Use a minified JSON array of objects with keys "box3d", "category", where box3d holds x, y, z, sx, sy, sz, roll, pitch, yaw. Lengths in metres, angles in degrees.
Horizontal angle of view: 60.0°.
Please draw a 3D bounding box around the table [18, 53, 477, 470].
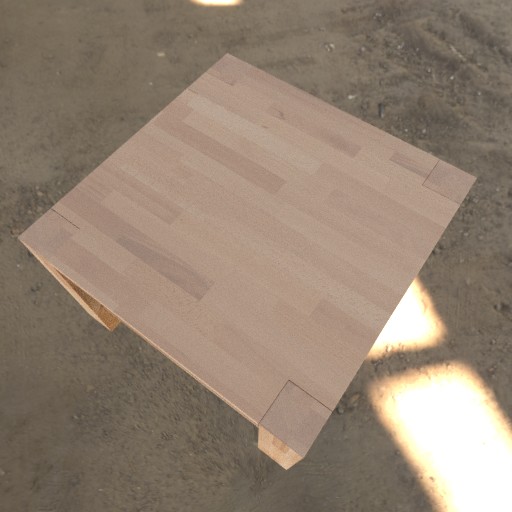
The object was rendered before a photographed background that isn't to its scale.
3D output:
[{"box3d":[0.000,0.000,1.143,0.700,0.451,0.700,33,67,16],"category":"table"}]
